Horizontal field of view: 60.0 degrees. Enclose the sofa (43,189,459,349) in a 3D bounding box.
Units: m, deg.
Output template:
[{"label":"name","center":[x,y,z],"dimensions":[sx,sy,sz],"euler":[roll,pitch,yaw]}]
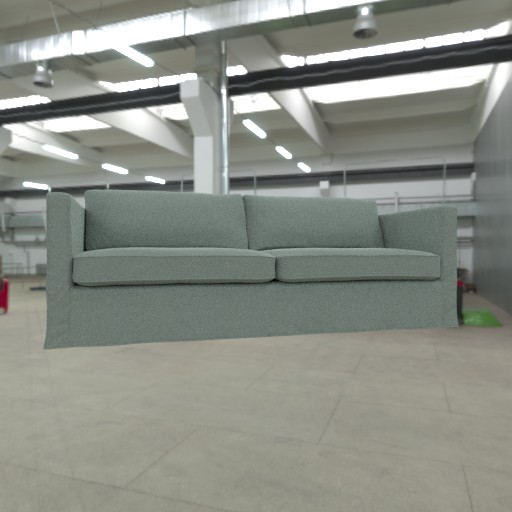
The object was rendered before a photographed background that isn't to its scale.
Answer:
[{"label":"sofa","center":[0.000,0.000,2.786],"dimensions":[2.312,0.853,0.962],"euler":[0,1,-16]}]
